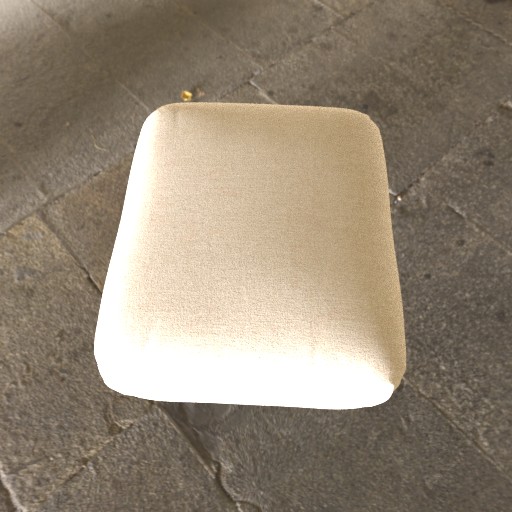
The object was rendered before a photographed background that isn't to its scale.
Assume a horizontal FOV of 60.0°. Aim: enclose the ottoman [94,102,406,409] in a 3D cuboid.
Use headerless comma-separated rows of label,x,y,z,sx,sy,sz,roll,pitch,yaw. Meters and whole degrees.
ottoman,0.000,0.000,1.129,0.622,0.450,0.747,2,62,1
